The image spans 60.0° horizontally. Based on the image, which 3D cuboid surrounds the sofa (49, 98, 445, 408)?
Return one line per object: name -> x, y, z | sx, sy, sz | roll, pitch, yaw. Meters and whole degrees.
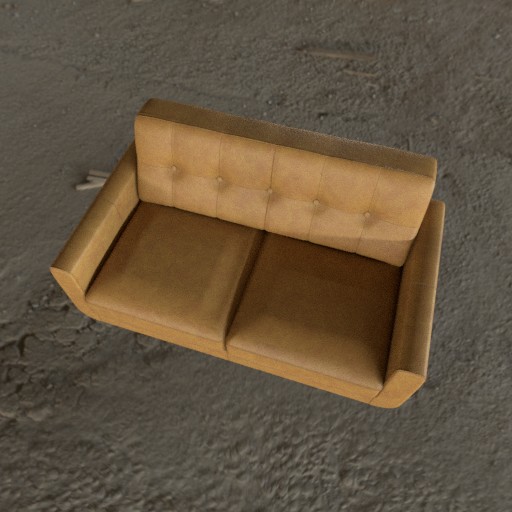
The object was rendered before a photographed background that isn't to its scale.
sofa -> 0.000, 0.000, 2.185 | 1.651, 0.925, 0.952 | 15, 58, 9
